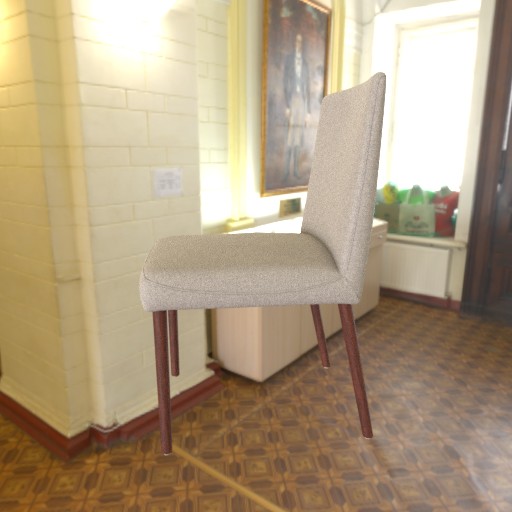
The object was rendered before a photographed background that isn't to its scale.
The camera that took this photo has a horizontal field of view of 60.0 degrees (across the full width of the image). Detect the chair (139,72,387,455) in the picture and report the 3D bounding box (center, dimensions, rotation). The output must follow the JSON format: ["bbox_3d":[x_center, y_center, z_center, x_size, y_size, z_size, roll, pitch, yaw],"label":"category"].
[{"bbox_3d":[0.000,0.000,1.162,0.570,0.859,0.456,-2,13,-7],"label":"chair"}]
